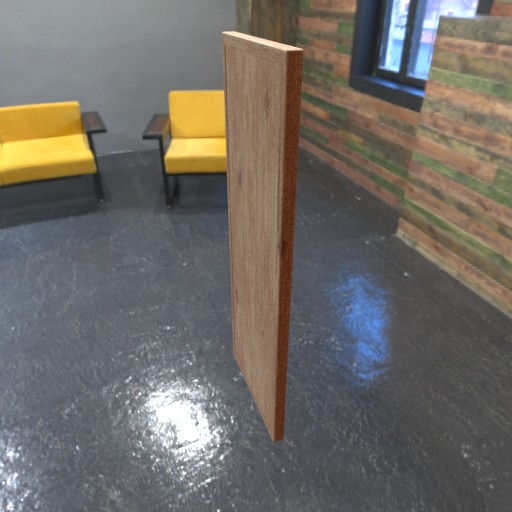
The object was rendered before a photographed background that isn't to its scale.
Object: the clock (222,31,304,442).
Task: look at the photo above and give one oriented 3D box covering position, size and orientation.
[{"bbox_3d":[0.000,0.000,1.094,0.030,0.965,0.361,-11,33,-17],"label":"clock"}]
